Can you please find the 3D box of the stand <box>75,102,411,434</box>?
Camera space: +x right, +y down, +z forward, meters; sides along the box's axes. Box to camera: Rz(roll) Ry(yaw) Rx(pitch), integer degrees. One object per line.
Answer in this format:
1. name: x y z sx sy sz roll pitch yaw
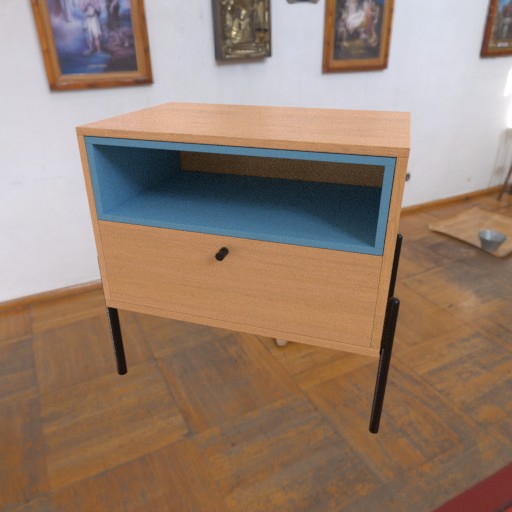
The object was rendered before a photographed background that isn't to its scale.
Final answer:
1. stand: 0.000 0.000 1.009 0.630 0.600 0.400 8 27 16
